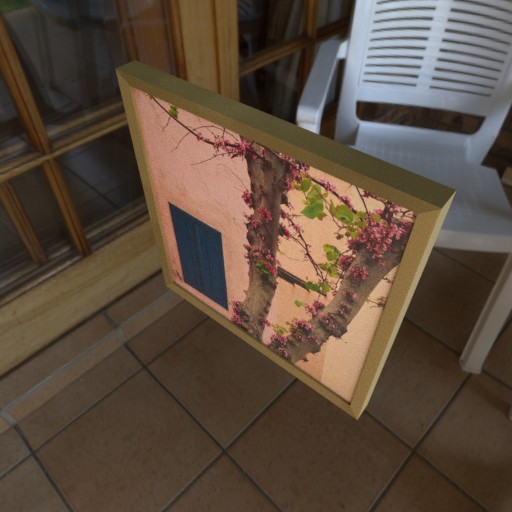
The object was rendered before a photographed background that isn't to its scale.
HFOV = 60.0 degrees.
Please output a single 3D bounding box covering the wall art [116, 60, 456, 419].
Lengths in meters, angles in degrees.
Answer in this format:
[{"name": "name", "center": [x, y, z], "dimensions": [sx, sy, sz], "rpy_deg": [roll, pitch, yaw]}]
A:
[{"name": "wall art", "center": [0.000, 0.000, 0.747], "dimensions": [0.507, 0.508, 0.038], "rpy_deg": [30, 54, 25]}]
